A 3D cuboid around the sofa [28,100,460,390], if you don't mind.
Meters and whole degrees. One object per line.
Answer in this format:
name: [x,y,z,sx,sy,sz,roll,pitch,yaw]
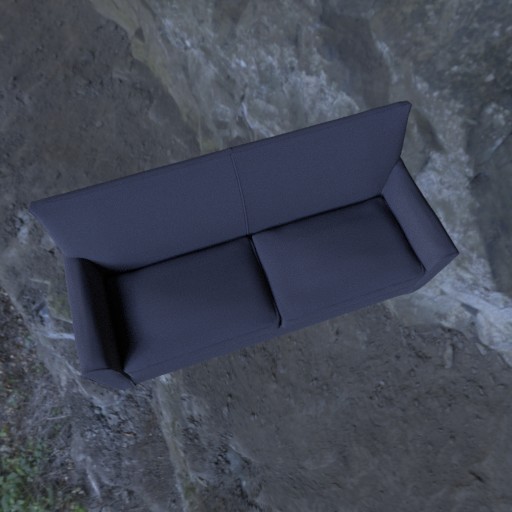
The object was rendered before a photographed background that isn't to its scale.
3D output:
sofa: [0.000,0.000,2.458,2.002,0.907,0.843,-17,66,-8]
